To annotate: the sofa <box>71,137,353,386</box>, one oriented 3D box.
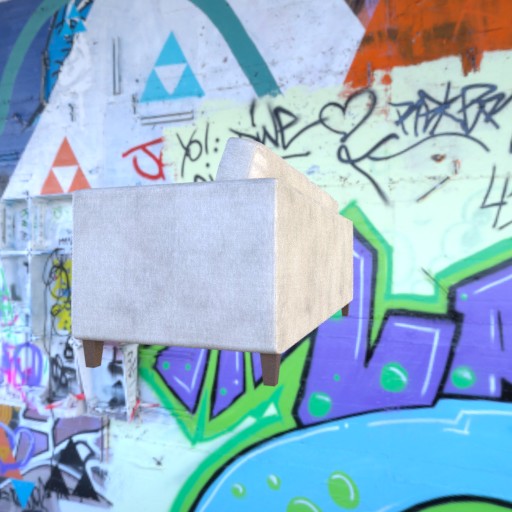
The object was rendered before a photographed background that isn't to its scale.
[{"bbox_3d":[0.000,0.000,2.754,0.951,0.965,2.208,0,0,19],"label":"sofa"}]
